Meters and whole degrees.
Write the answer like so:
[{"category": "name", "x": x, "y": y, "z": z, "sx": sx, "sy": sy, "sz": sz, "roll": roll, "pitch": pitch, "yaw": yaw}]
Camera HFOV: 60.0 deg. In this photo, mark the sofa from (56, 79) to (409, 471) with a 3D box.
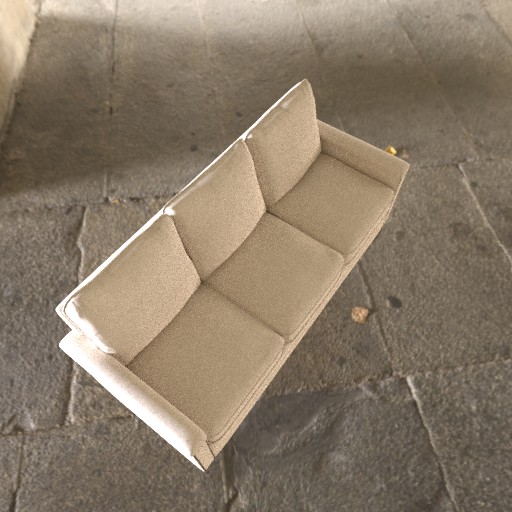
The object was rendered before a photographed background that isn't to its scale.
[{"category": "sofa", "x": 0.000, "y": 0.000, "z": 2.360, "sx": 0.828, "sy": 0.961, "sz": 1.925, "roll": 32, "pitch": 63, "yaw": 19}]
